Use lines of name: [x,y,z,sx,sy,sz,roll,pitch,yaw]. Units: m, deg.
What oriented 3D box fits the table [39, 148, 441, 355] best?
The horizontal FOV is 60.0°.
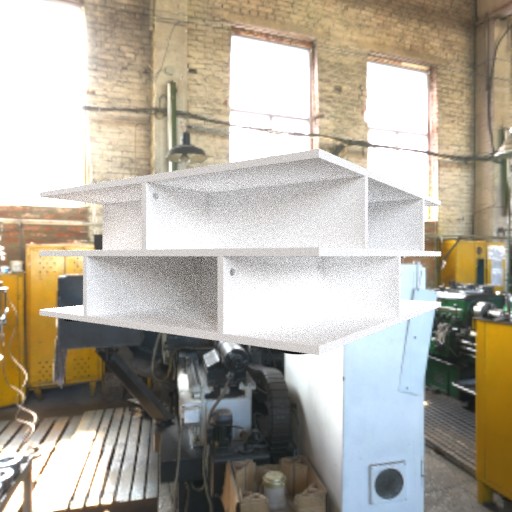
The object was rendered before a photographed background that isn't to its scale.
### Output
table: [0.000,0.000,1.082,0.700,0.289,0.700,0,0,35]
